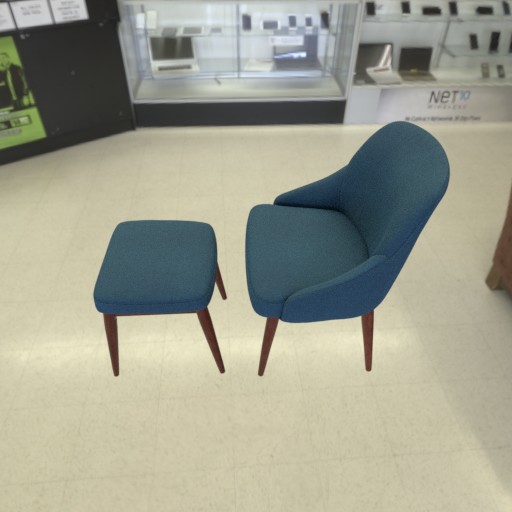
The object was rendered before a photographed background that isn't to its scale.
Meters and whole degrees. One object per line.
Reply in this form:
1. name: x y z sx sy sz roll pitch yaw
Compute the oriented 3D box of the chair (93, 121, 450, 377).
1. chair: 0.000 0.000 1.598 1.114 0.866 0.584 -1 42 -1
